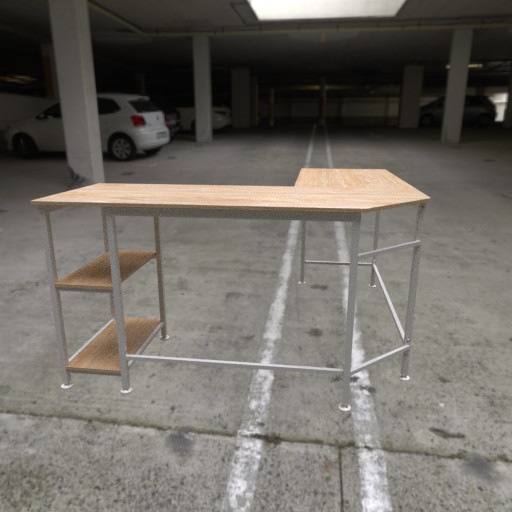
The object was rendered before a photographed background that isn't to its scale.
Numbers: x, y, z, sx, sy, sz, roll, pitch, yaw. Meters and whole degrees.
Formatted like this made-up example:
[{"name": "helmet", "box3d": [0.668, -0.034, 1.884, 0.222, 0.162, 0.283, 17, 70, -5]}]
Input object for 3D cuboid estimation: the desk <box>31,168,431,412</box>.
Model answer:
[{"name": "desk", "box3d": [0.000, 0.000, 2.195, 1.379, 0.739, 1.379, 2, 16, 7]}]
